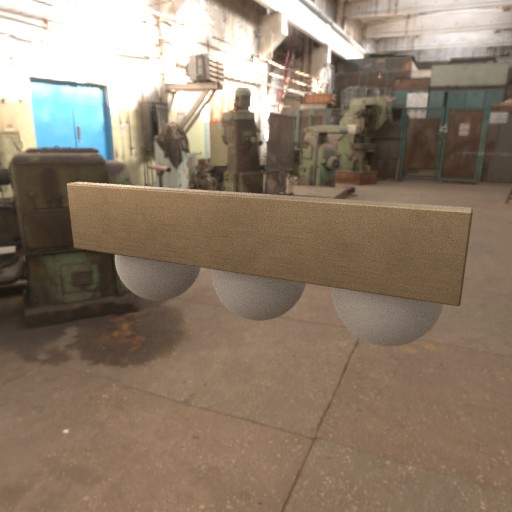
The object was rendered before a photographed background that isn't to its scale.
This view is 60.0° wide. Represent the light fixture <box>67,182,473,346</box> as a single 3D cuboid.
[{"bbox_3d":[0.000,0.000,0.848,0.721,0.263,0.218,7,17,25],"label":"light fixture"}]
